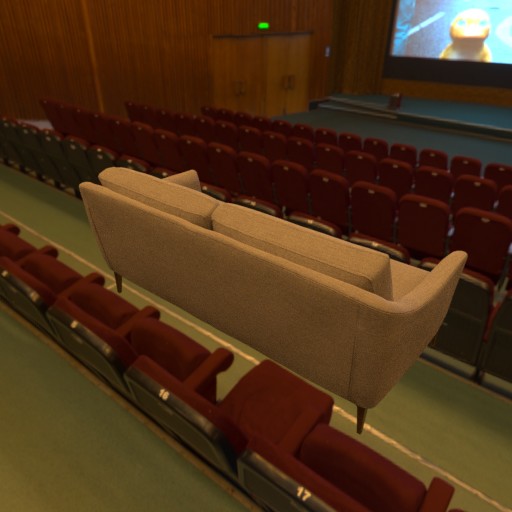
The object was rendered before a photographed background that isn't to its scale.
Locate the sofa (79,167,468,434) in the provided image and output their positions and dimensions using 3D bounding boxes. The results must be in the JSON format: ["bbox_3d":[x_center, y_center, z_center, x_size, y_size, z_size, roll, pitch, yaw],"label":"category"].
[{"bbox_3d":[0.000,0.000,2.562,2.036,0.913,0.980,22,37,32],"label":"sofa"}]
